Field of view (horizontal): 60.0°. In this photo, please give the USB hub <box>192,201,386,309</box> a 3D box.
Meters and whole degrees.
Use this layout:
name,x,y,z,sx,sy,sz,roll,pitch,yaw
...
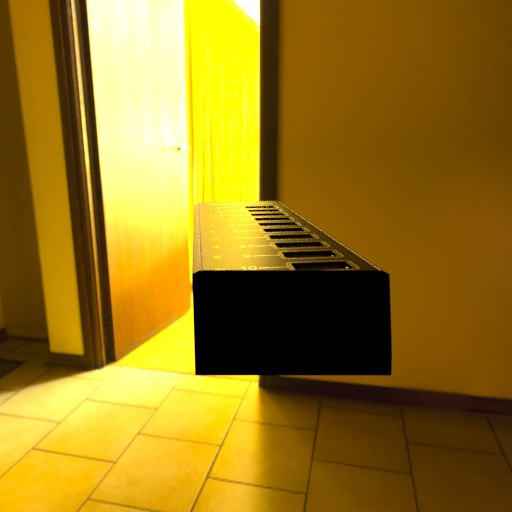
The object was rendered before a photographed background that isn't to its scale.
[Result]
name,x,y,z,sx,sy,sz,roll,pitch,yaw
USB hub,0.000,0.000,0.161,0.044,0.023,0.145,-2,14,-7
